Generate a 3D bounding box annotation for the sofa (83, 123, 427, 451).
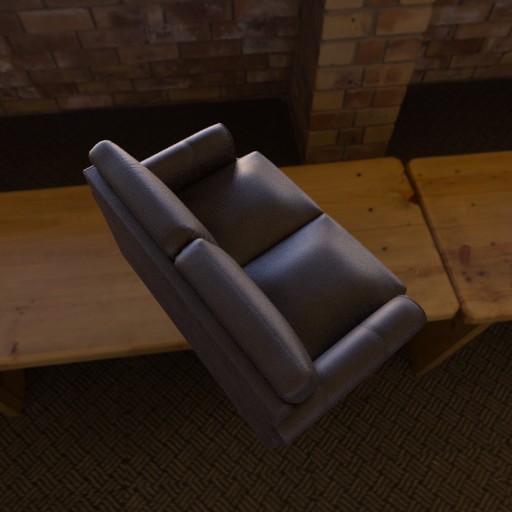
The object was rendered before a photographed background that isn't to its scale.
[{"bbox_3d":[0.000,0.000,2.360,1.030,0.979,1.663,-34,64,-19],"label":"sofa"}]
